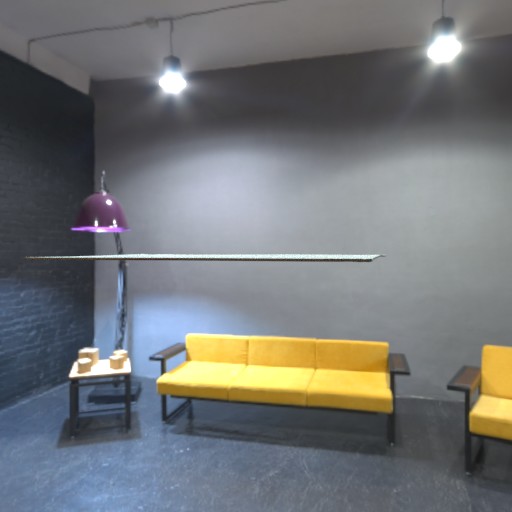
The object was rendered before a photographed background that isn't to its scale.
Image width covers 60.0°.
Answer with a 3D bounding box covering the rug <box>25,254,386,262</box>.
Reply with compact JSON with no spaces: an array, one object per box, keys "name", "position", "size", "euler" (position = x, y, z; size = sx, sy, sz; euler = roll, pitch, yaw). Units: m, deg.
[{"name":"rug","position":[0.000,0.000,2.938],"size":[1.611,0.026,2.260],"euler":[0,1,18]}]
